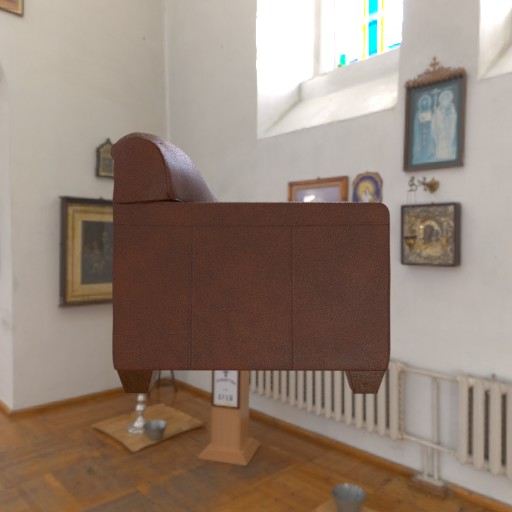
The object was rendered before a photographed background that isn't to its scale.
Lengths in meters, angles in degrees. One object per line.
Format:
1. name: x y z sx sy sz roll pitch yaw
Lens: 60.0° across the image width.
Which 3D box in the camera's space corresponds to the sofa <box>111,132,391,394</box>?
1. sofa: 0.000 0.000 2.417 1.000 0.966 1.856 0 -1 1
